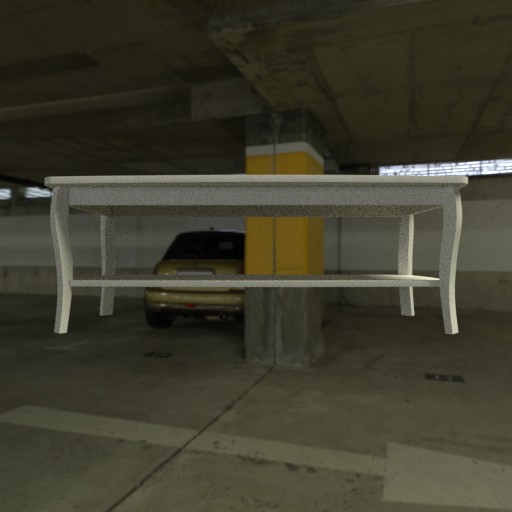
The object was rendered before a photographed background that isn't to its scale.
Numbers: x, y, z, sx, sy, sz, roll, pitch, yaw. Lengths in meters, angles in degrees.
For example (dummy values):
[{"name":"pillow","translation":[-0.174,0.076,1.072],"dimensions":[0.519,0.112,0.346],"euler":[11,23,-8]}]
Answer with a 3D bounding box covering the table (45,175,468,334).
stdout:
[{"name":"table","translation":[0.000,0.000,1.574],"dimensions":[1.334,0.474,0.561],"euler":[0,0,1]}]
